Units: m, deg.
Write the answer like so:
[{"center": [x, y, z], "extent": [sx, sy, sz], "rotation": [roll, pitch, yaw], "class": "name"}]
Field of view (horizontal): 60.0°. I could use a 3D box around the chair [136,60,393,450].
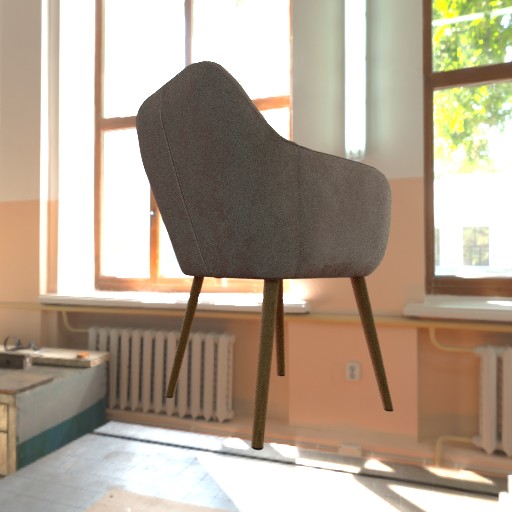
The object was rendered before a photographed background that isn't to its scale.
[{"center": [0.000, 0.000, 1.231], "extent": [0.570, 0.832, 0.610], "rotation": [1, -1, -35], "class": "chair"}]
